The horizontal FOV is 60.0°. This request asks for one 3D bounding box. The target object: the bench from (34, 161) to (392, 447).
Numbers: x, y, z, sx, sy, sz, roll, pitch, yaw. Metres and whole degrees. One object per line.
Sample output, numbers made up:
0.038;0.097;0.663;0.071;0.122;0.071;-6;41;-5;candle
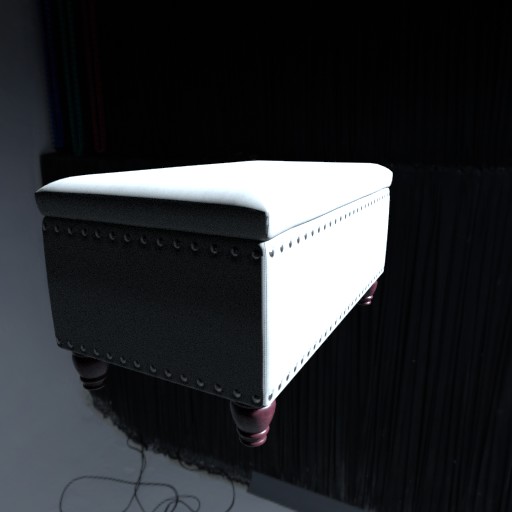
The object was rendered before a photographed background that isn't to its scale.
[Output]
0.000;0.000;1.157;0.500;0.449;0.887;7;16;27;bench
